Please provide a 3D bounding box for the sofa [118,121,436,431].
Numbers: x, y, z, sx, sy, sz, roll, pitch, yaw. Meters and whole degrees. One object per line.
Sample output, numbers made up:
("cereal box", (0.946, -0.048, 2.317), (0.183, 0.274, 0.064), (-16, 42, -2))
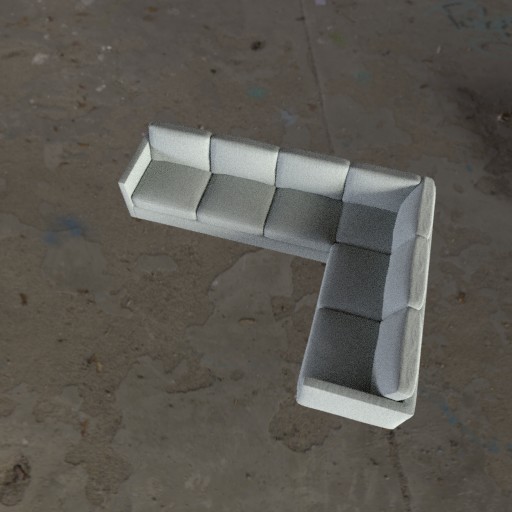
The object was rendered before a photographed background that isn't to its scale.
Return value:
("sofa", (0.000, 0.000, 4.562), (3.333, 0.934, 2.522), (14, 60, 8))
